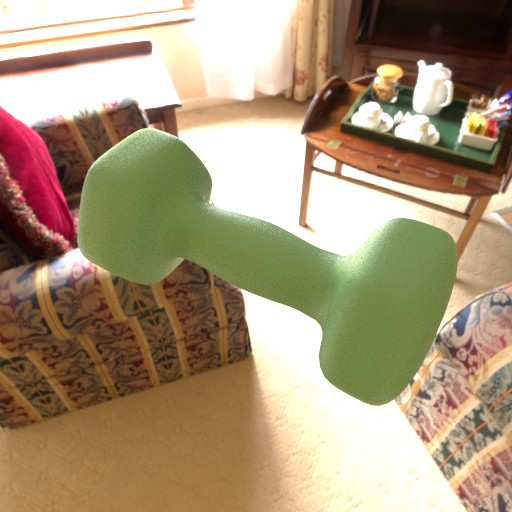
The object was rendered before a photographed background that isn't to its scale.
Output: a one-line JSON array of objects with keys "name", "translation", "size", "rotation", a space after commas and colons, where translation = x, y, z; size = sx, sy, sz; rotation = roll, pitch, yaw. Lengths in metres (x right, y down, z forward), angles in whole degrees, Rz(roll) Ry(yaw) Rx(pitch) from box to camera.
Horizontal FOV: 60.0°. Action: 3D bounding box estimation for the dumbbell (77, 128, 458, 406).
[{"name": "dumbbell", "translation": [0.000, 0.000, 0.317], "size": [0.257, 0.114, 0.126], "rotation": [24, 52, 21]}]
